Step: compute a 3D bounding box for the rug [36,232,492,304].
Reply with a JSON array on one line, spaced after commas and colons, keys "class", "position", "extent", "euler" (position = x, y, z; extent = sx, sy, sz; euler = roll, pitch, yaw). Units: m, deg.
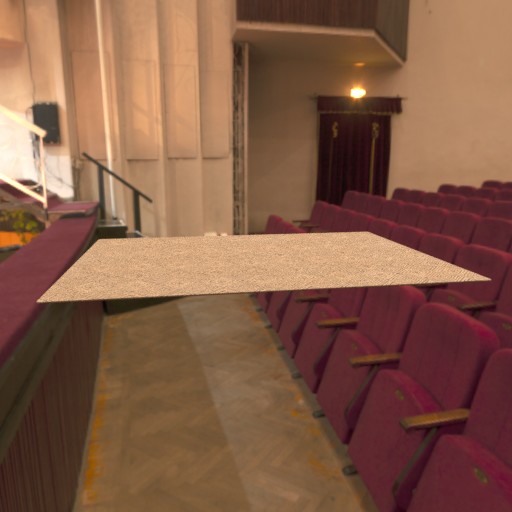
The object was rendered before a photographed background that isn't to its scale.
[{"class": "rug", "position": [0.000, 0.000, 2.903], "extent": [2.238, 0.008, 1.593], "euler": [-2, 12, -9]}]
